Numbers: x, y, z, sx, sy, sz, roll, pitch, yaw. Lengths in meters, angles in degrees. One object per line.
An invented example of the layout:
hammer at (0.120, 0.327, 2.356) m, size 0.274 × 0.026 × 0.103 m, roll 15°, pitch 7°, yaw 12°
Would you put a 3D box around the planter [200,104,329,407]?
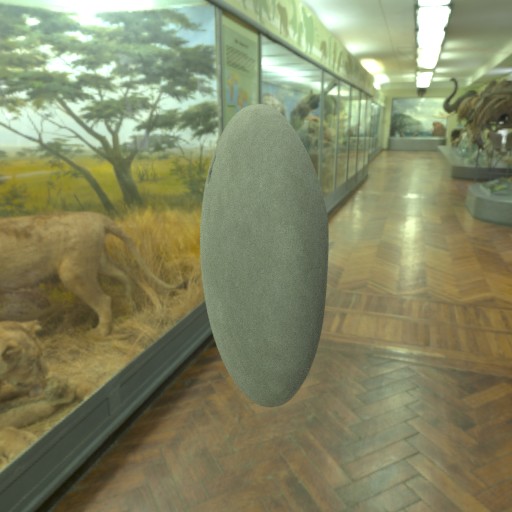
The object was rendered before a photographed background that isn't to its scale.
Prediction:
planter at (0.000, 0.000, 0.289) m, size 0.071 × 0.188 × 0.185 m, roll -3°, pitch 17°, yaw -11°
